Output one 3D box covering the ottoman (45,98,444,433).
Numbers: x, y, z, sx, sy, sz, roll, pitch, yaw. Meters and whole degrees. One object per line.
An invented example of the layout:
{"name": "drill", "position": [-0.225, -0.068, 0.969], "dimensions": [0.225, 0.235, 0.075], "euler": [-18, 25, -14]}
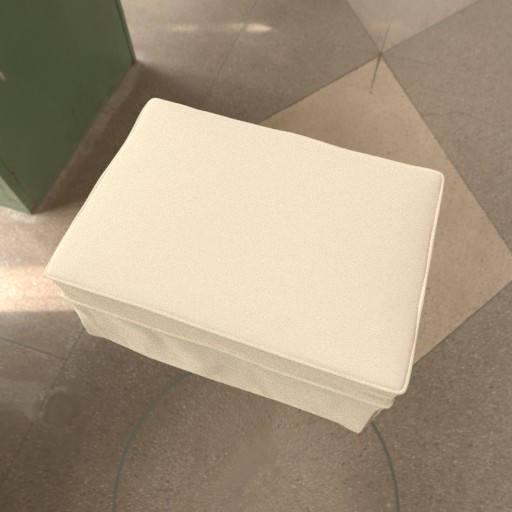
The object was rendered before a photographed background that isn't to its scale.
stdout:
{"name": "ottoman", "position": [0.000, 0.000, 1.322], "dimensions": [0.944, 0.479, 0.703], "euler": [17, 63, 9]}
